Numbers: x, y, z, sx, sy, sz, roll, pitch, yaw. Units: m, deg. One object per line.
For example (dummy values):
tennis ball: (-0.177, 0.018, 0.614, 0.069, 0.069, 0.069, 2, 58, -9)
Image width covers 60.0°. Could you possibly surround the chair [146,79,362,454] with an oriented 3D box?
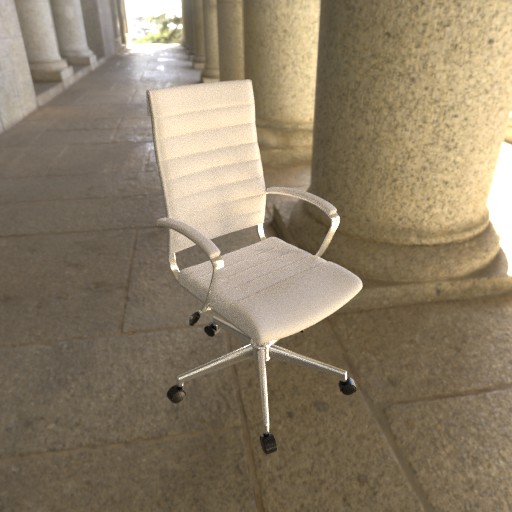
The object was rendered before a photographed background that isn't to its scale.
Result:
chair: (0.000, 0.000, 1.660, 0.766, 1.149, 0.739, -21, 35, -34)
